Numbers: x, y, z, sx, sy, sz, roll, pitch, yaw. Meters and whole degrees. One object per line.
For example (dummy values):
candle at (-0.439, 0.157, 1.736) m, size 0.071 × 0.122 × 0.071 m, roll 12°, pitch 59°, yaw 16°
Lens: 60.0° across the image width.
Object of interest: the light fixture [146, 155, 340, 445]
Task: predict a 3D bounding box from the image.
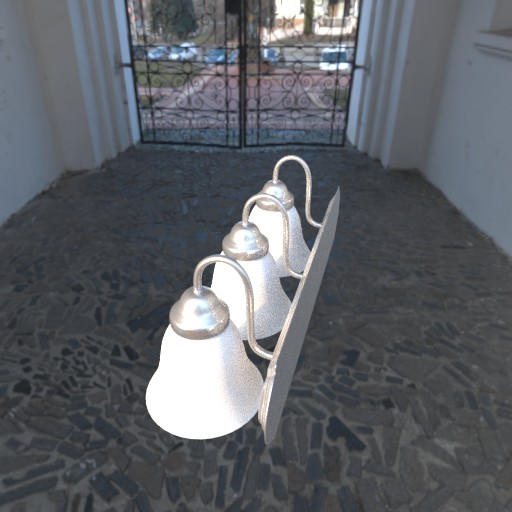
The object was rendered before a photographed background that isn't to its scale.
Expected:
light fixture at (0.000, 0.000, 0.722) m, size 0.199 × 0.222 × 0.610 m, roll 8°, pitch 31°, yaw 14°
